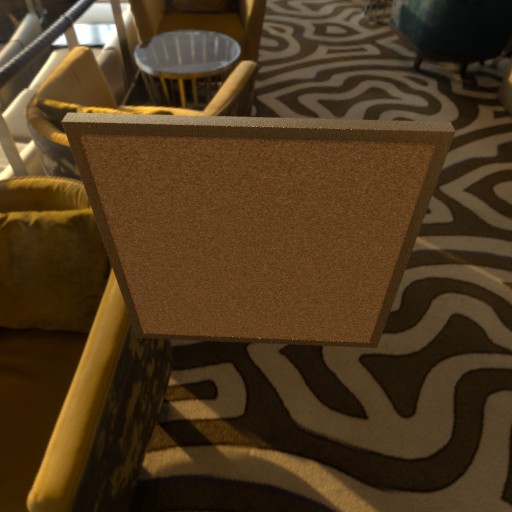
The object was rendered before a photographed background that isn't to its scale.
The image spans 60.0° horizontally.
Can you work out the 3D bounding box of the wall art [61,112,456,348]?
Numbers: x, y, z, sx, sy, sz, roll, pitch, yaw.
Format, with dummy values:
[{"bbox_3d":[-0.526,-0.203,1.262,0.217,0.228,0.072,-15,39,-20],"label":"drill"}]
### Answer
[{"bbox_3d":[0.000,0.000,1.150,0.767,0.765,0.036,2,46,2],"label":"wall art"}]
